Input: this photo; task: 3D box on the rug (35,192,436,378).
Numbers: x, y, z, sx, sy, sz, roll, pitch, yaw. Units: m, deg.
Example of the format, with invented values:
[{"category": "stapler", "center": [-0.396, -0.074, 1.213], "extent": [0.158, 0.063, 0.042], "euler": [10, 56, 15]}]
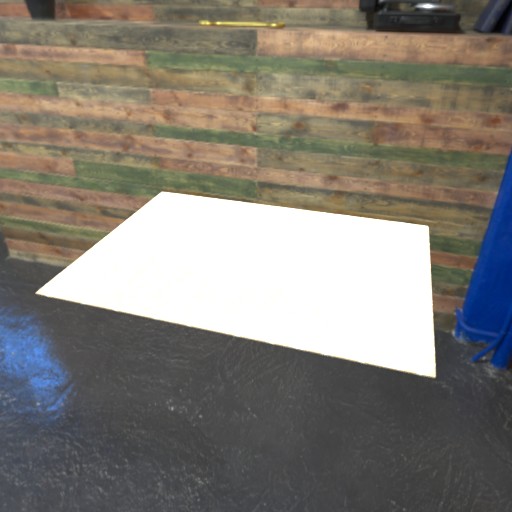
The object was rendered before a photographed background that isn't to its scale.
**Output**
[{"category": "rug", "center": [0.000, 0.000, 2.844], "extent": [2.134, 0.010, 1.524], "euler": [9, 32, 15]}]
